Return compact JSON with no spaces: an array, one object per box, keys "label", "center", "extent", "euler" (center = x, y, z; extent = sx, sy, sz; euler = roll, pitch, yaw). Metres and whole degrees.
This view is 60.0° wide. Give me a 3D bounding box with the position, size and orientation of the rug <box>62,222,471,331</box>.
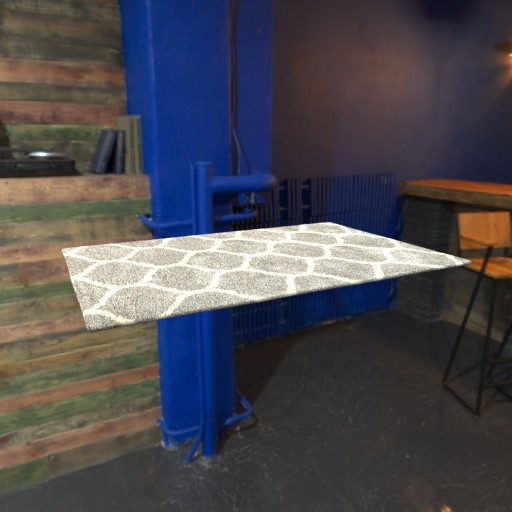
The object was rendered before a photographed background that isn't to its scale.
[{"label":"rug","center":[0.000,0.000,3.477],"extent":[2.701,0.026,1.801],"euler":[-7,16,-26]}]
